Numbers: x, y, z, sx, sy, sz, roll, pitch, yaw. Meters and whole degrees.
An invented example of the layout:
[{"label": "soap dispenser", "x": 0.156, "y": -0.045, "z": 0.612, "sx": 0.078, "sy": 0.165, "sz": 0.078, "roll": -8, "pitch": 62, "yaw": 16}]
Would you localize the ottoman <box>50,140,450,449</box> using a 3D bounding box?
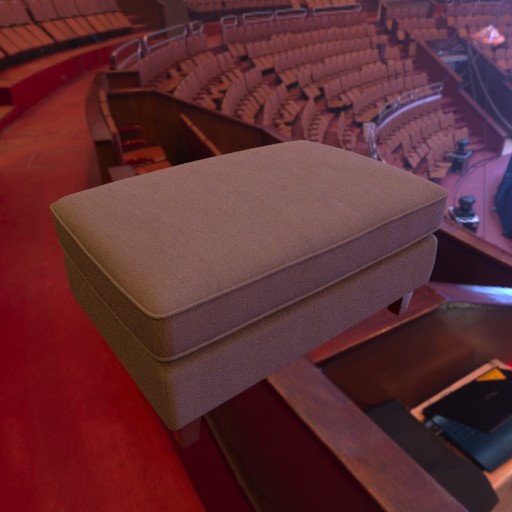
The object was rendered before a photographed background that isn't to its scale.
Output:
[{"label": "ottoman", "x": 0.000, "y": 0.000, "z": 1.295, "sx": 0.941, "sy": 0.480, "sz": 0.636, "roll": -22, "pitch": 37, "yaw": -32}]
